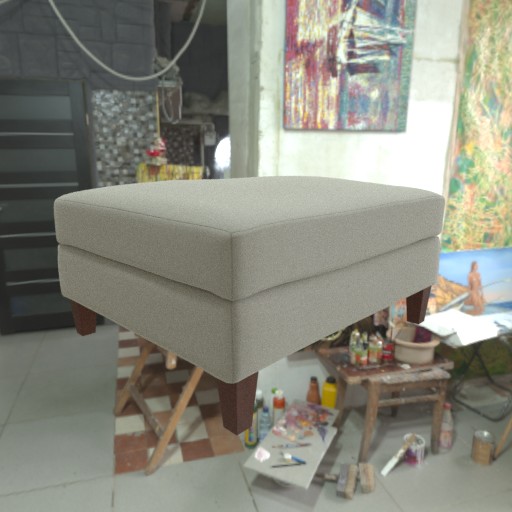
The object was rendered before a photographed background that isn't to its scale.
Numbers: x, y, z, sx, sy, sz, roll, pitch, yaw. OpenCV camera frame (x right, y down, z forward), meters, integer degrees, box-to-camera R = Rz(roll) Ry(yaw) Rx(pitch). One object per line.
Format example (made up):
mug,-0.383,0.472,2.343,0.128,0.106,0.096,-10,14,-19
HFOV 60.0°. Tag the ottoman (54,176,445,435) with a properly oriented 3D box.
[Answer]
ottoman,0.000,0.000,1.439,0.836,0.492,0.976,13,18,43
